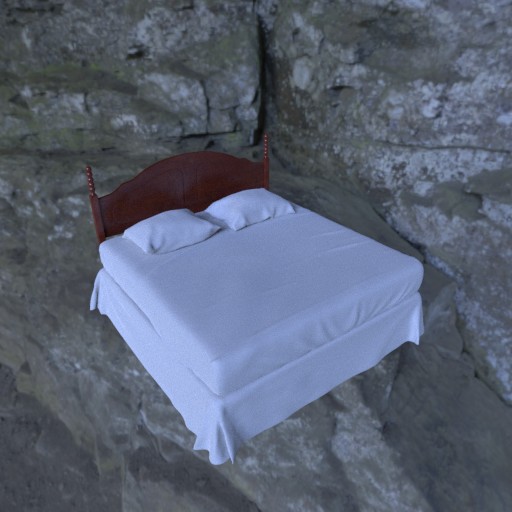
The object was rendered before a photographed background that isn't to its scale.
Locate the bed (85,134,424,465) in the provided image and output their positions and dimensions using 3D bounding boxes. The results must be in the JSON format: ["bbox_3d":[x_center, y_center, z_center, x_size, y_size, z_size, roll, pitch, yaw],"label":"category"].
[{"bbox_3d":[0.000,0.000,3.715,2.322,1.355,2.219,-20,34,-31],"label":"bed"}]
